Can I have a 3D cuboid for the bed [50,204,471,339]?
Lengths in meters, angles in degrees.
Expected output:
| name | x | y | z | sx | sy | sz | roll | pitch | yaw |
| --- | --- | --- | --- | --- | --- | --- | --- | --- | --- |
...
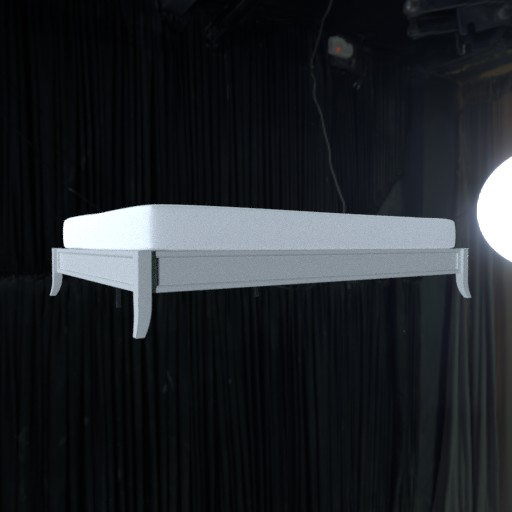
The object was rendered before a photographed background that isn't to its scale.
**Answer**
| name | x | y | z | sx | sy | sz | roll | pitch | yaw |
| --- | --- | --- | --- | --- | --- | --- | --- | --- | --- |
| bed | 0.000 | 0.000 | 2.775 | 2.108 | 0.510 | 1.604 | -1 | 2 | -35 |
